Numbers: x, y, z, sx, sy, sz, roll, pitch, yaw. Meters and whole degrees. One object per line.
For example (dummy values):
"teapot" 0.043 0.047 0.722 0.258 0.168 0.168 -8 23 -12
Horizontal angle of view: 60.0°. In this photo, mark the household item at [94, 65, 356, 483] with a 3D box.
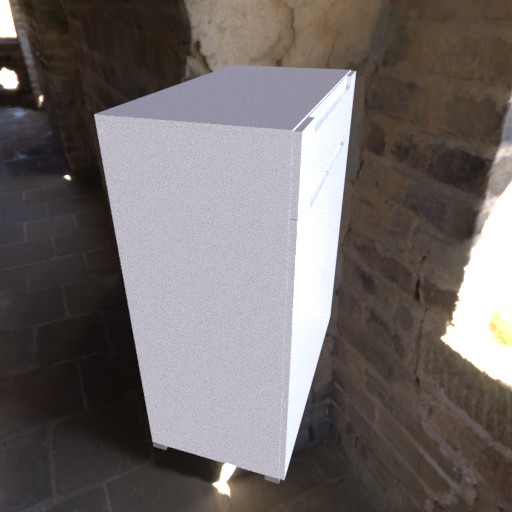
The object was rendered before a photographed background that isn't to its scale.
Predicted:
"household item" 0.000 0.000 1.399 0.420 1.010 0.790 9 31 15
